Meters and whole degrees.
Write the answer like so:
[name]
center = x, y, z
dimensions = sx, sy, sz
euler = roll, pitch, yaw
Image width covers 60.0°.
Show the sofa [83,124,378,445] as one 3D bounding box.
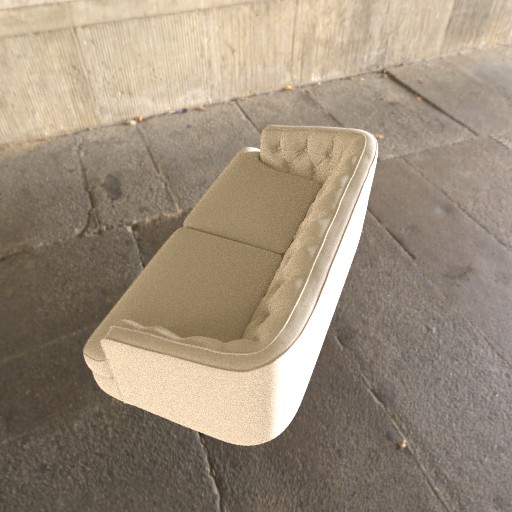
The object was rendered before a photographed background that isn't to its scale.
[sofa]
center = 0.000, 0.000, 2.325
dimensions = 0.941, 0.855, 1.733
euler = 16, 48, 15
